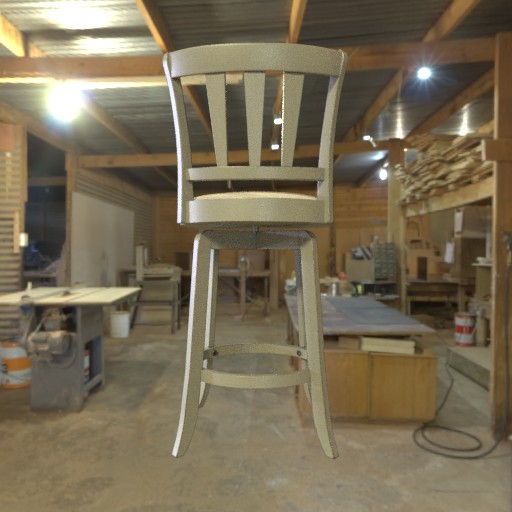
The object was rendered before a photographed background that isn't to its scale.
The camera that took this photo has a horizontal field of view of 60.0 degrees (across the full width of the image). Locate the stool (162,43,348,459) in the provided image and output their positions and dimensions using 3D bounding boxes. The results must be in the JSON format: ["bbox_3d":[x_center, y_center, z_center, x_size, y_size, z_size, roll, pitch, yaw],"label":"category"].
[{"bbox_3d":[0.000,0.000,1.236,0.450,0.994,0.486,0,1,1],"label":"stool"}]
